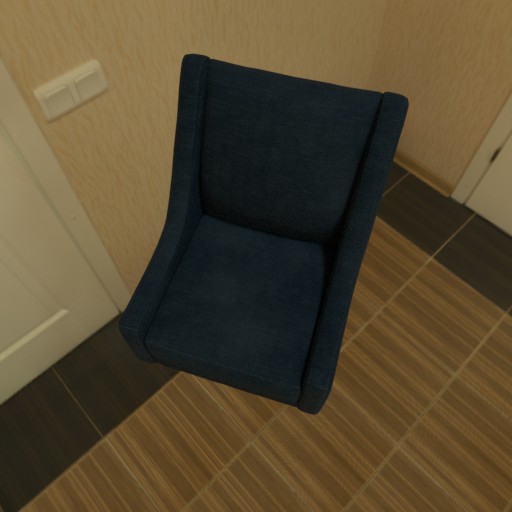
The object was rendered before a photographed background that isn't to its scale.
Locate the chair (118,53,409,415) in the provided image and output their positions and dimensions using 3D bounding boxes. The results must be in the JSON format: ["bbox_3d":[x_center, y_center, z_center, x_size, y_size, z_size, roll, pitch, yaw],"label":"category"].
[{"bbox_3d":[0.000,0.000,1.658,0.774,1.014,0.870,15,60,9],"label":"chair"}]
